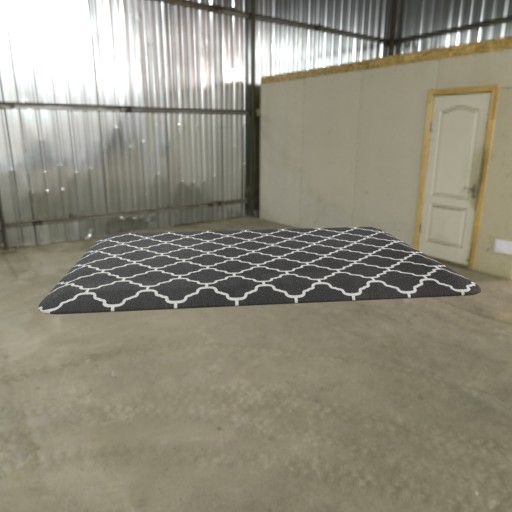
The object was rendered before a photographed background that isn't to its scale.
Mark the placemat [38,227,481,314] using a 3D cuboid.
[{"bbox_3d":[0.000,0.000,0.968,0.762,0.021,0.508,-2,16,-6],"label":"placemat"}]
